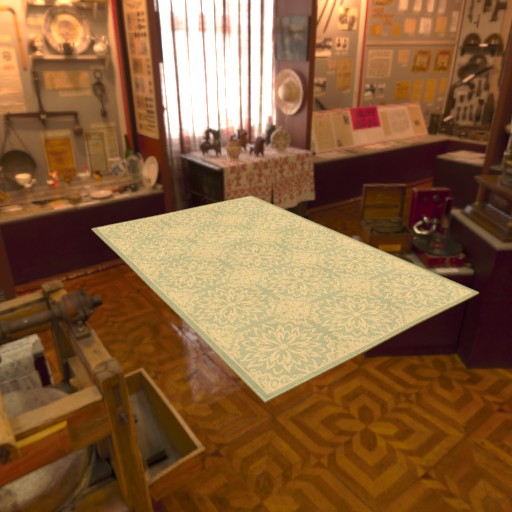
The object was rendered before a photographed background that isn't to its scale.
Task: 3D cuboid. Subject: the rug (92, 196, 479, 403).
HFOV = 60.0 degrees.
[{"bbox_3d":[0.000,0.000,3.582,1.819,0.018,2.746,-16,29,-31],"label":"rug"}]
